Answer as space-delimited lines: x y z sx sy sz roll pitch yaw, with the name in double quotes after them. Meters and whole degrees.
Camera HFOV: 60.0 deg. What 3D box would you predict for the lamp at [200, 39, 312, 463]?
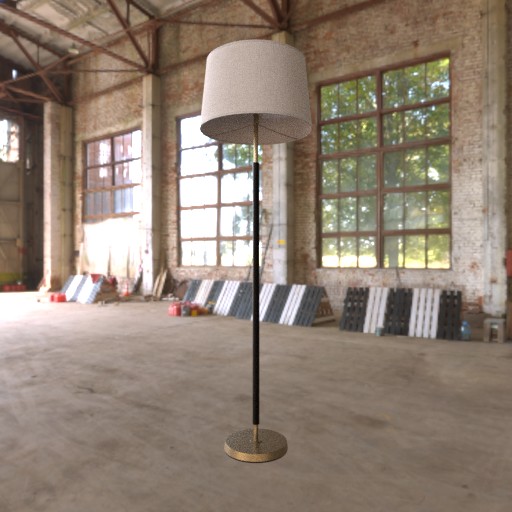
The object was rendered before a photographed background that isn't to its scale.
0.000 0.000 1.665 0.420 1.447 0.420 0 0 0 "lamp"
